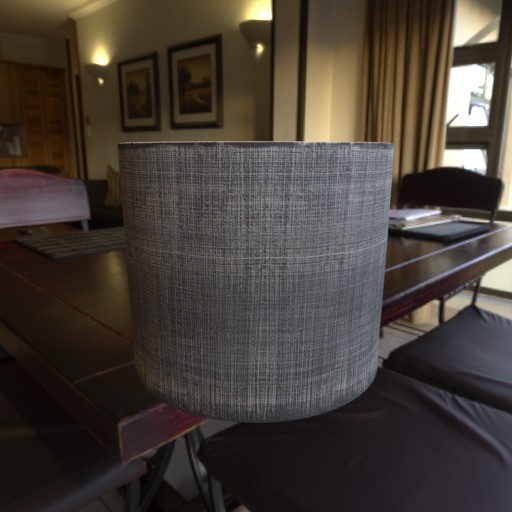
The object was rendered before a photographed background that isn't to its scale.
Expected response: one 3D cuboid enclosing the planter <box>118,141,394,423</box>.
[{"bbox_3d":[0.000,0.000,0.451,0.254,0.221,0.254,0,13,0],"label":"planter"}]
